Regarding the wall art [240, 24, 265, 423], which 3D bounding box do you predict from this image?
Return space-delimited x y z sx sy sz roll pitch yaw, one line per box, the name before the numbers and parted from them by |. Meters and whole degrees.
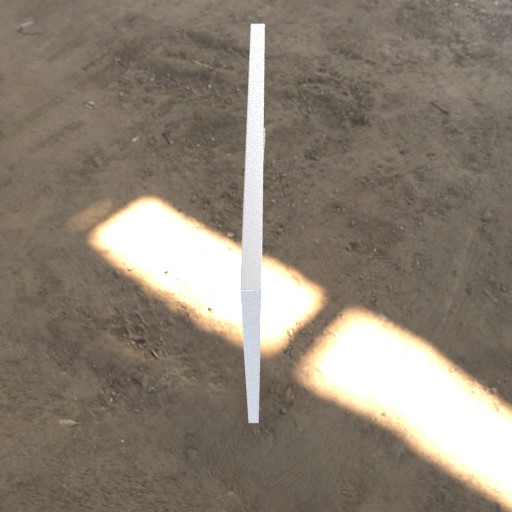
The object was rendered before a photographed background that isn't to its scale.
wall art | 0.000 0.000 1.419 0.042 1.056 0.805 1 58 1
